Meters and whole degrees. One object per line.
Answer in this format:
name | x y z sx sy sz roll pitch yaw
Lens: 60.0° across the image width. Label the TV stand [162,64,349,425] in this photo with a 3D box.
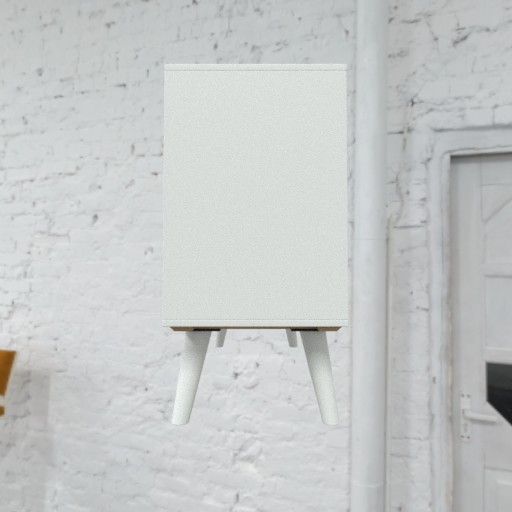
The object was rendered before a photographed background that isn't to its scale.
TV stand | 0.000 0.000 1.567 0.406 0.812 1.193 0 -2 0
